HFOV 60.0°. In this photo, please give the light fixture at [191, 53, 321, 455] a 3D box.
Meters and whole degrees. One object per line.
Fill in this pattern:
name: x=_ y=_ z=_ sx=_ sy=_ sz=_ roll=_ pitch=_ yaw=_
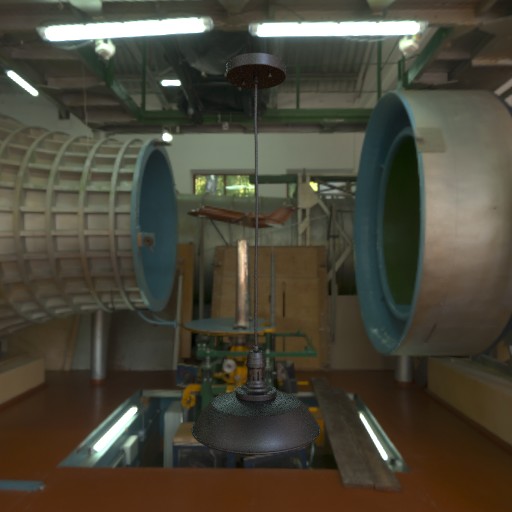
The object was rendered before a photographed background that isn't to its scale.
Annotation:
light fixture: x=0.000 y=0.000 z=1.155 sx=0.331 sy=0.993 sz=0.331 roll=-1 pitch=-1 yaw=36
